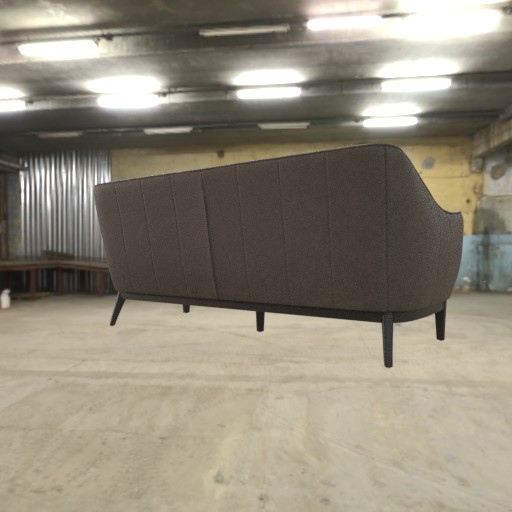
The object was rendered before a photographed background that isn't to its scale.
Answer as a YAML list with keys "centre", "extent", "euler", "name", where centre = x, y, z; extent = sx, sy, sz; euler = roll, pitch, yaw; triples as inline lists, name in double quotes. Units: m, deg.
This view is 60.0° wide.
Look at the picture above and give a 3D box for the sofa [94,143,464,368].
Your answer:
- centre: [0.000, 0.000, 2.383]
  extent: [1.928, 0.831, 0.869]
  euler: [0, 0, 35]
  name: "sofa"
